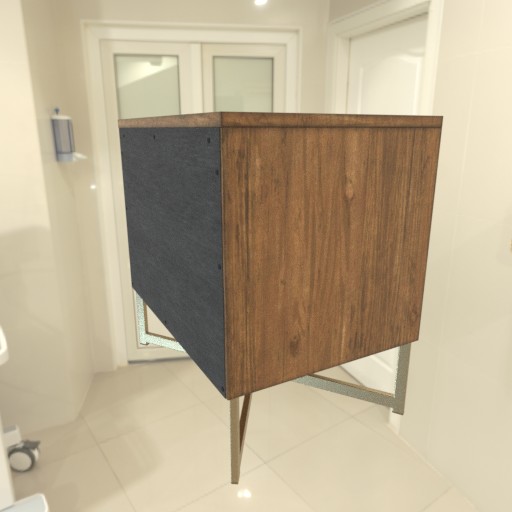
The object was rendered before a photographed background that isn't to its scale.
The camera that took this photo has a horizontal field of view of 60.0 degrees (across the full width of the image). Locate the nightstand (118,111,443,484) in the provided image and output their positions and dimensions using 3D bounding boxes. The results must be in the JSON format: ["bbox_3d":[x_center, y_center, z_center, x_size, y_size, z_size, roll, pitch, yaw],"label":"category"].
[{"bbox_3d":[0.000,0.000,1.026,0.446,0.610,0.610,-9,18,-28],"label":"nightstand"}]
